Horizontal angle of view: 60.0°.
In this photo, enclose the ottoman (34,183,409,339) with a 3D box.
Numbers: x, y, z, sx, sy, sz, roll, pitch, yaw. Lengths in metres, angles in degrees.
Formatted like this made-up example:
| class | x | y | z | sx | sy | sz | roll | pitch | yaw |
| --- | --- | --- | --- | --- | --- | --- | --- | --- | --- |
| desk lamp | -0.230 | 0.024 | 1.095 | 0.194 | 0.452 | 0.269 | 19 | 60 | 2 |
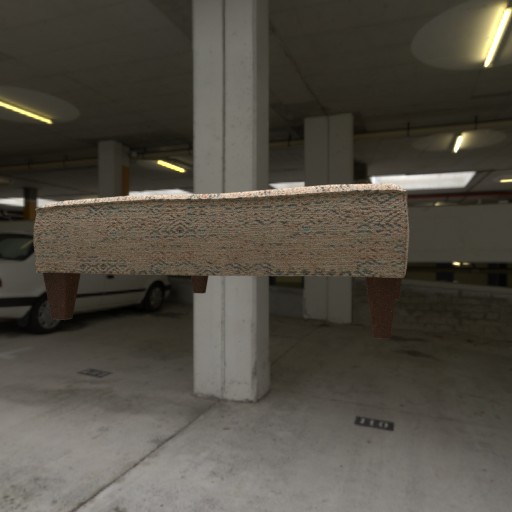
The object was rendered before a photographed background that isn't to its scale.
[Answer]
| class | x | y | z | sx | sy | sz | roll | pitch | yaw |
| --- | --- | --- | --- | --- | --- | --- | --- | --- | --- |
| ottoman | 0.000 | 0.000 | 1.538 | 1.004 | 0.356 | 0.968 | 0 | 0 | 19 |
